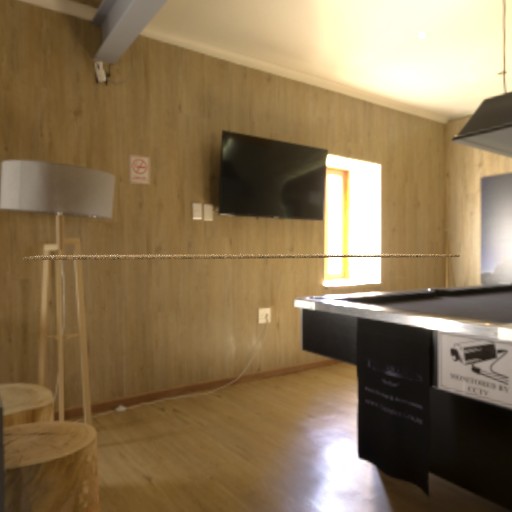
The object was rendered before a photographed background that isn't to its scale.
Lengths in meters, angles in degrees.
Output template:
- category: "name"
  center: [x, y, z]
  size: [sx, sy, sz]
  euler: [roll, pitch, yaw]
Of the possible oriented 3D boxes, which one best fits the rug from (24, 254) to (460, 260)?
- category: "rug"
  center: [0.000, 0.000, 2.549]
  size: [2.290, 0.014, 0.700]
  euler: [0, 1, -19]
